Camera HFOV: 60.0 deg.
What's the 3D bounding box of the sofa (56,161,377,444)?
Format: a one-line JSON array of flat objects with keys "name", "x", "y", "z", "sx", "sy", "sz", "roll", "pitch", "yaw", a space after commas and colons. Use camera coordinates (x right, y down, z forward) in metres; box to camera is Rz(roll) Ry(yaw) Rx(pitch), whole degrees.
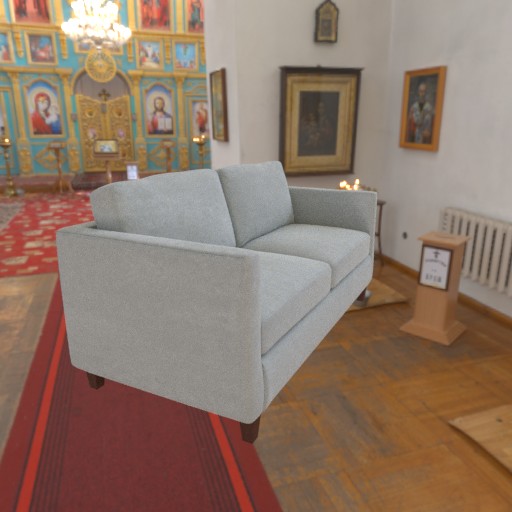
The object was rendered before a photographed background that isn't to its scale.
[{"name": "sofa", "x": 0.000, "y": 0.000, "z": 2.485, "sx": 0.950, "sy": 0.963, "sz": 1.884, "roll": 8, "pitch": 17, "yaw": 26}]
